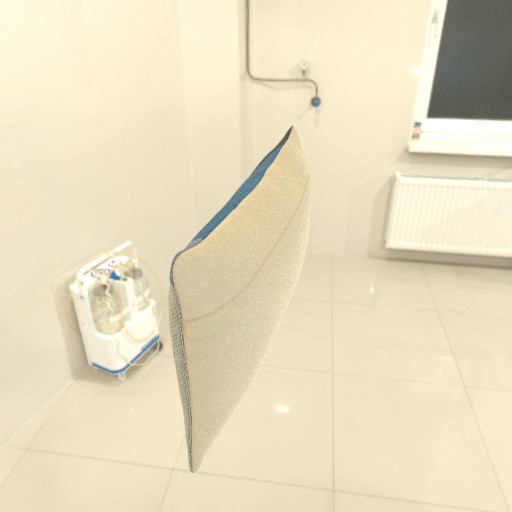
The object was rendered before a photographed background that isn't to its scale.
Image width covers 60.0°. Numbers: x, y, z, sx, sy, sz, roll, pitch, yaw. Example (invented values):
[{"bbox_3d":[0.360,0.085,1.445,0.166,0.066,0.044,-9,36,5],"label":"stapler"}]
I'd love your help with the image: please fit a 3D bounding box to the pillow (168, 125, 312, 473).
[{"bbox_3d":[0.000,0.000,0.734,0.148,0.307,0.604,8,30,13],"label":"pillow"}]
